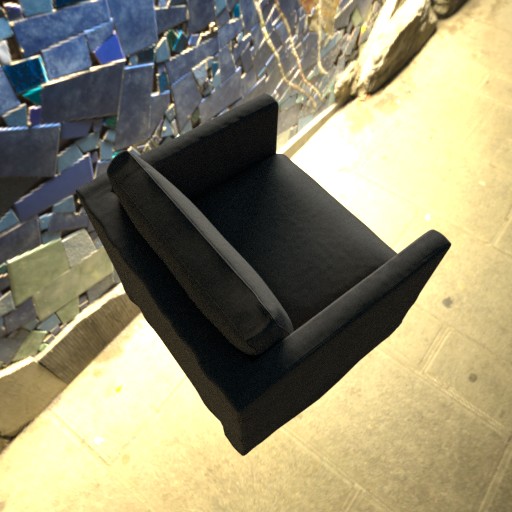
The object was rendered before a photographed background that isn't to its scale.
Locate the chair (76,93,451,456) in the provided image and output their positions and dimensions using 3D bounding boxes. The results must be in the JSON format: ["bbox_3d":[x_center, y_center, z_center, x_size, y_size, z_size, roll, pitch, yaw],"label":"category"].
[{"bbox_3d":[0.000,0.000,1.798,0.949,0.863,1.057,-33,63,-19],"label":"chair"}]
